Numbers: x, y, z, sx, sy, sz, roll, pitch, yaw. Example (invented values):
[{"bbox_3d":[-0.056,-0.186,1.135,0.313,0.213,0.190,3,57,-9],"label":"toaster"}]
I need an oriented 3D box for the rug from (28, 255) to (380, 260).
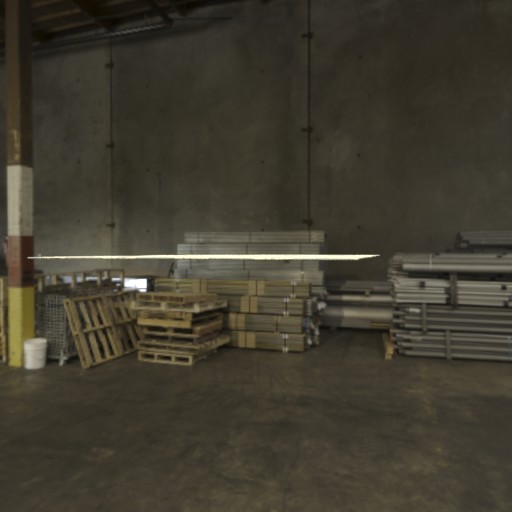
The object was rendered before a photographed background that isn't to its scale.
[{"bbox_3d":[0.000,0.000,2.217,1.148,0.010,1.754,0,0,18],"label":"rug"}]
